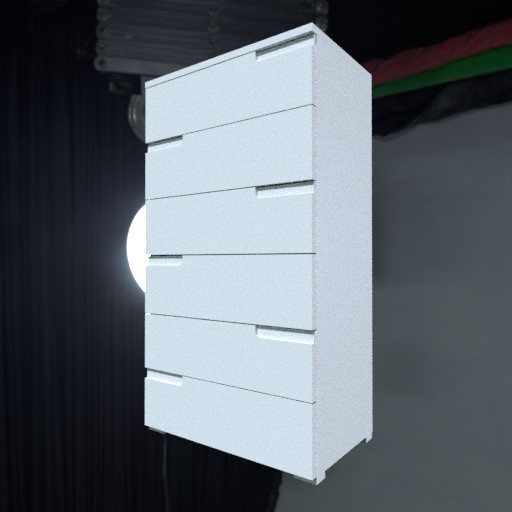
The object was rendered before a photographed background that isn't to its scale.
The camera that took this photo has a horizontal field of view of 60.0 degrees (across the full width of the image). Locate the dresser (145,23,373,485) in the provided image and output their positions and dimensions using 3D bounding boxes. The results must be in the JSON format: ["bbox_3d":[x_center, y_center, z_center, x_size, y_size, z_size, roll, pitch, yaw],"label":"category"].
[{"bbox_3d":[0.000,0.000,1.482,0.650,1.190,0.400,0,-1,36],"label":"dresser"}]
